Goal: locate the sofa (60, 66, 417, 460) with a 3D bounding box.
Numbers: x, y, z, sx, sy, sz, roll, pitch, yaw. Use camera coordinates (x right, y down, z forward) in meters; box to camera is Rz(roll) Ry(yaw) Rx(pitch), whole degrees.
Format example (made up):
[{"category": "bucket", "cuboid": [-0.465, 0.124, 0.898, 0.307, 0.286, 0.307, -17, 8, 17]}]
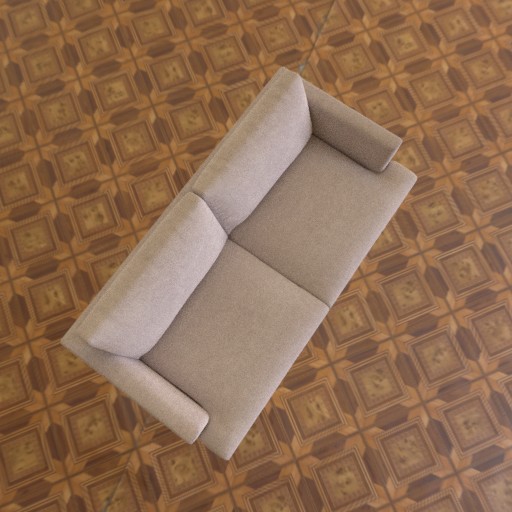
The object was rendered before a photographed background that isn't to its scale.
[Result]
[{"category": "sofa", "cuboid": [0.000, 0.000, 2.508, 1.020, 0.868, 1.948, 35, 79, 8]}]
